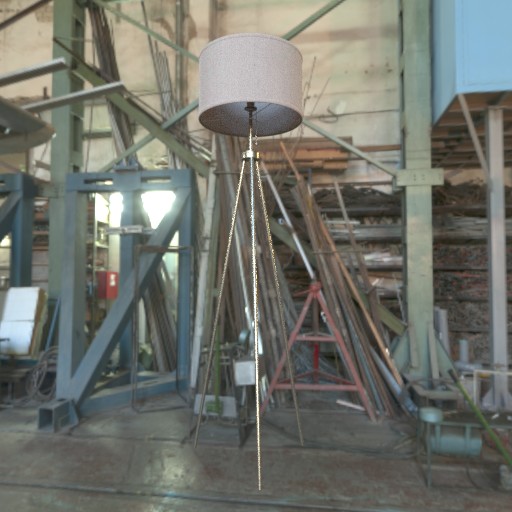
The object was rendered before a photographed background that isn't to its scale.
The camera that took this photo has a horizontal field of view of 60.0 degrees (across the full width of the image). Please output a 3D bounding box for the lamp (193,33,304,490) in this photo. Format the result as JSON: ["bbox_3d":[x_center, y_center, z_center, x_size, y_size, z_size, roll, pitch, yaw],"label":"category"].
[{"bbox_3d":[0.000,0.000,1.736,0.460,1.545,0.449,2,-3,-36],"label":"lamp"}]
